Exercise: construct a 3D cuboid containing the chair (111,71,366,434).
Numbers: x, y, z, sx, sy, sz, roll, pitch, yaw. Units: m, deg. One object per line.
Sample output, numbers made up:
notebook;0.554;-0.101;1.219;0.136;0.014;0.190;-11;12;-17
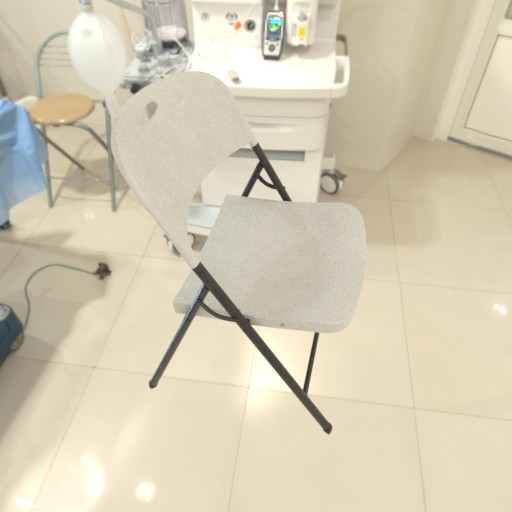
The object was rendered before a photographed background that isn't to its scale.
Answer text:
chair;0.000;0.000;1.171;0.566;0.810;0.494;11;47;10
